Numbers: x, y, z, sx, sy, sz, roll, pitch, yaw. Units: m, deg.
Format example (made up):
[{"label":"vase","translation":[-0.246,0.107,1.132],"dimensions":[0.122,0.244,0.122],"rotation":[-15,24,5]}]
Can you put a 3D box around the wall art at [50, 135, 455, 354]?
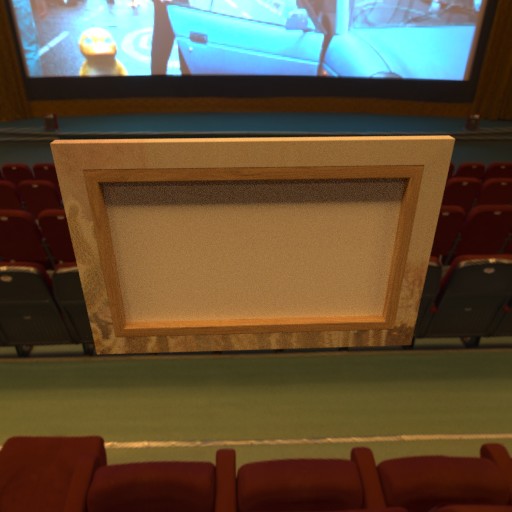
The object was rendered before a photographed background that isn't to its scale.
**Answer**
[{"label":"wall art","translation":[0.000,0.000,1.446],"dimensions":[1.142,0.758,0.041],"rotation":[-1,29,-2]}]
